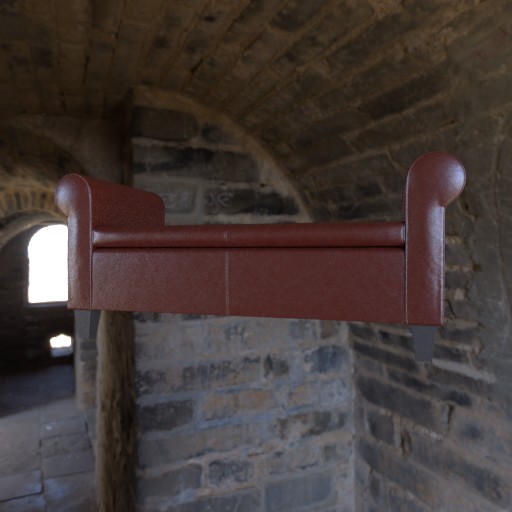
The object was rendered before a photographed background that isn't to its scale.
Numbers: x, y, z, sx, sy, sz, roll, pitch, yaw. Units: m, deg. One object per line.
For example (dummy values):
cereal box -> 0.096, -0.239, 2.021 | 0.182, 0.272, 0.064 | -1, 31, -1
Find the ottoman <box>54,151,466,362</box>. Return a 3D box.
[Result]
ottoman -> 0.000, 0.000, 1.537 | 1.256, 0.547, 0.521 | 0, 1, 17
